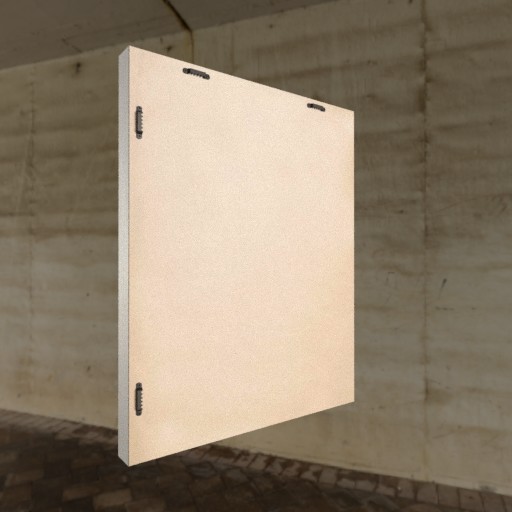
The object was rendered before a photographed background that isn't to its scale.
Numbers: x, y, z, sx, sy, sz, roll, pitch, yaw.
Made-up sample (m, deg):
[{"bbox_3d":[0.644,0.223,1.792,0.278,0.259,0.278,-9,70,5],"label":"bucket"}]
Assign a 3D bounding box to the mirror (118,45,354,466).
[{"bbox_3d":[0.000,0.000,0.667,0.405,0.508,0.041,0,0,-37],"label":"mirror"}]
